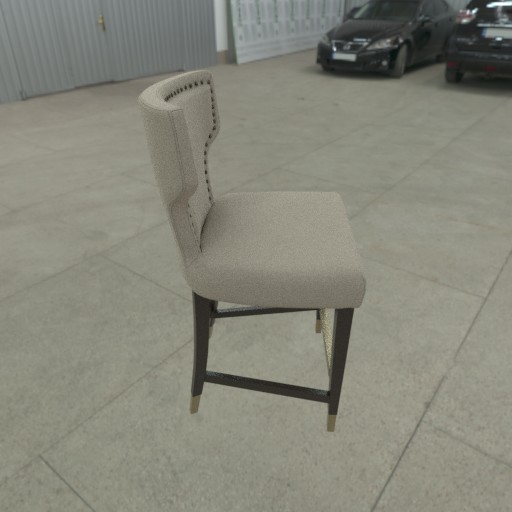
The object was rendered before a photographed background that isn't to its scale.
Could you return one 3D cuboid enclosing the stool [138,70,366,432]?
[{"bbox_3d":[0.000,0.000,1.342,0.563,0.982,0.527,1,31,2],"label":"stool"}]
